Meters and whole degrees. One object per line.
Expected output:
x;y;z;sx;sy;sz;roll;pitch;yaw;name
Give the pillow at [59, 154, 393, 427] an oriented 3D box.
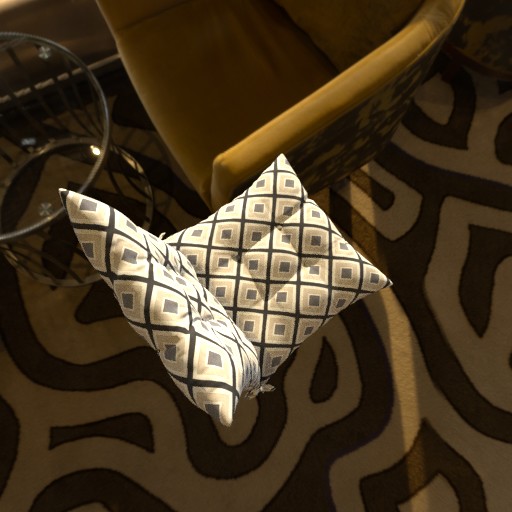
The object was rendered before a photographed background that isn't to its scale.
0.000;0.000;1.028;0.585;0.536;0.541;-36;78;-9;pillow
